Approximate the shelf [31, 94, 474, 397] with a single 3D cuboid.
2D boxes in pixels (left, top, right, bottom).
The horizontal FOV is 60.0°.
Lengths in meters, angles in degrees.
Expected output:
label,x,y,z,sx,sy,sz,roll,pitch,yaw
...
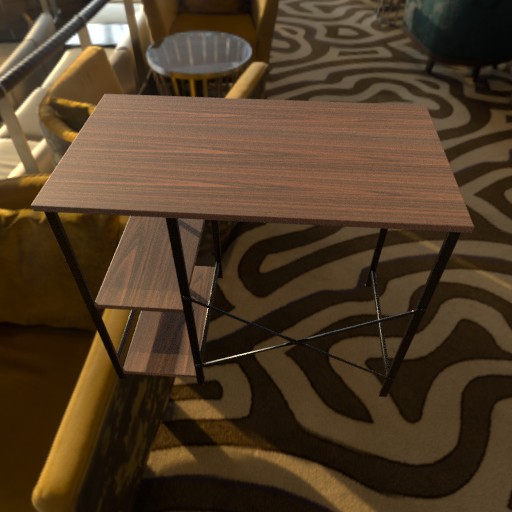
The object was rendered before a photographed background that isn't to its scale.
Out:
label,x,y,z,sx,sy,sz,roll,pitch,yaw
shelf,0.000,0.000,1.340,0.902,0.750,0.498,3,46,3
